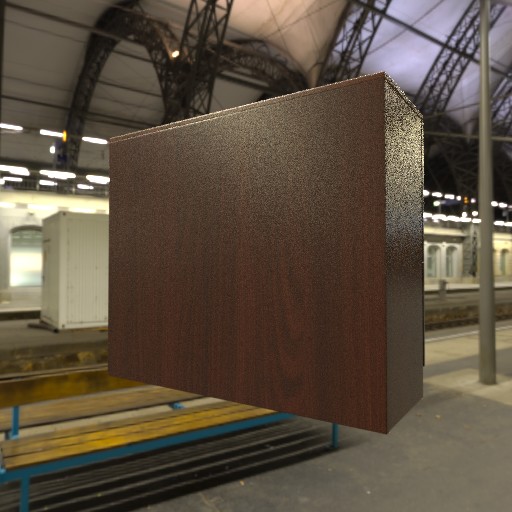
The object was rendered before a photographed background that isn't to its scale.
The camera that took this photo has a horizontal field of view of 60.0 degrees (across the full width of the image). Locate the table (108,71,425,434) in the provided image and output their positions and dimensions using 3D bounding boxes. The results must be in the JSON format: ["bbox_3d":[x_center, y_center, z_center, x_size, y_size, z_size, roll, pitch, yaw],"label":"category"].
[{"bbox_3d":[0.000,0.000,1.375,0.930,0.790,0.380,-1,-2,34],"label":"table"}]
